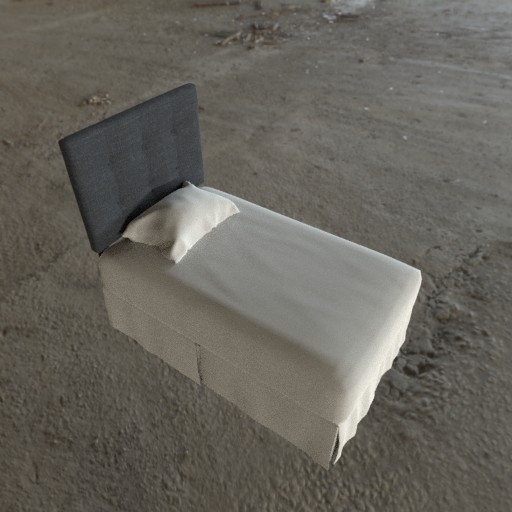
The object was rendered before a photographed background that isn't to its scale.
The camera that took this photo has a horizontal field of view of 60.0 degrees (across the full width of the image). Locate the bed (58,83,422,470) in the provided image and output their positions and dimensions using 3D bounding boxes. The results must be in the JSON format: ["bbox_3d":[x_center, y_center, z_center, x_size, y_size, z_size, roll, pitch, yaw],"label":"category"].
[{"bbox_3d":[0.000,0.000,2.944,1.997,1.571,1.261,24,46,26],"label":"bed"}]
